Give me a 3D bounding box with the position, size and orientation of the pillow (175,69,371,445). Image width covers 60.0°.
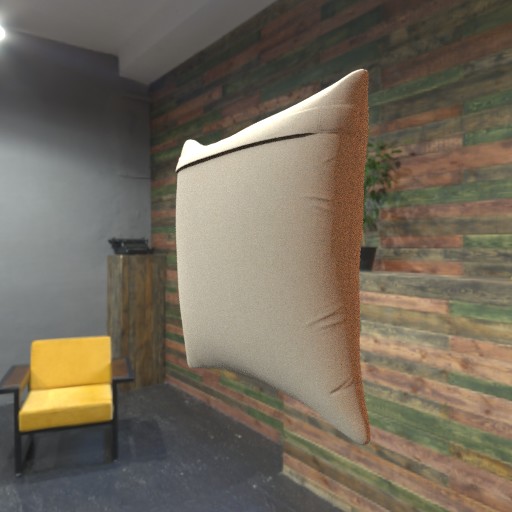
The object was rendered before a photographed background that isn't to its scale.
[{"bbox_3d":[0.000,0.000,0.634,0.173,0.406,0.405,-1,1,-36],"label":"pillow"}]
